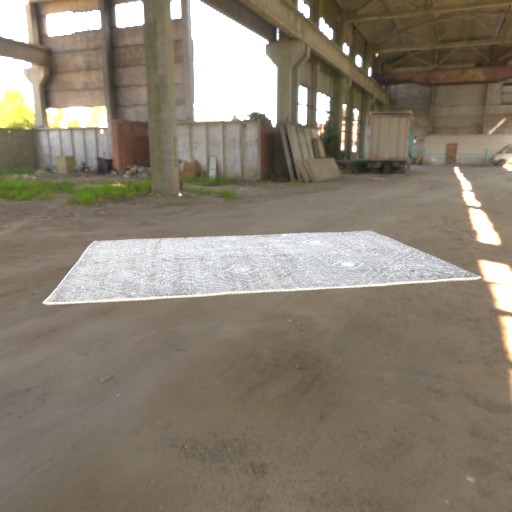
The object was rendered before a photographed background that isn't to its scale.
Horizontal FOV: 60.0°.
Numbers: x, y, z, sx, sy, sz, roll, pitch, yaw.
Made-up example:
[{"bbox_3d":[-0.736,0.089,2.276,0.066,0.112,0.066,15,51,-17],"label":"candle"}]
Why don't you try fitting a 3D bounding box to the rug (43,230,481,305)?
[{"bbox_3d":[0.000,0.000,3.156,2.447,0.036,1.537,-3,14,-10],"label":"rug"}]
